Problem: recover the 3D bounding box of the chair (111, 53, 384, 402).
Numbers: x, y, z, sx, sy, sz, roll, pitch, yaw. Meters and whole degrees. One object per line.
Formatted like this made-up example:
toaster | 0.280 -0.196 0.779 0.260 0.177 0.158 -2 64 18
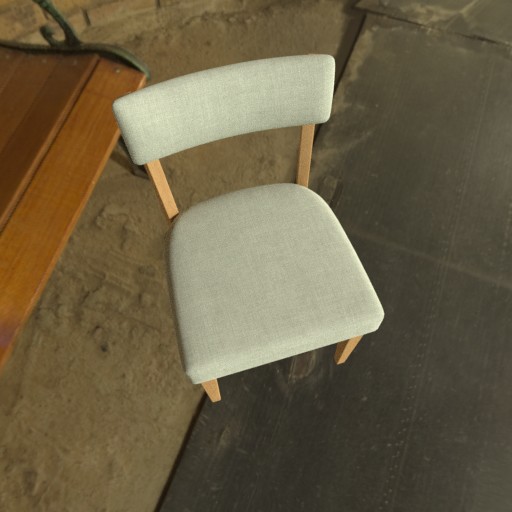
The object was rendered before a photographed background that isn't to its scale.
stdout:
chair | 0.000 0.000 1.202 0.508 0.832 0.572 -15 65 -7
